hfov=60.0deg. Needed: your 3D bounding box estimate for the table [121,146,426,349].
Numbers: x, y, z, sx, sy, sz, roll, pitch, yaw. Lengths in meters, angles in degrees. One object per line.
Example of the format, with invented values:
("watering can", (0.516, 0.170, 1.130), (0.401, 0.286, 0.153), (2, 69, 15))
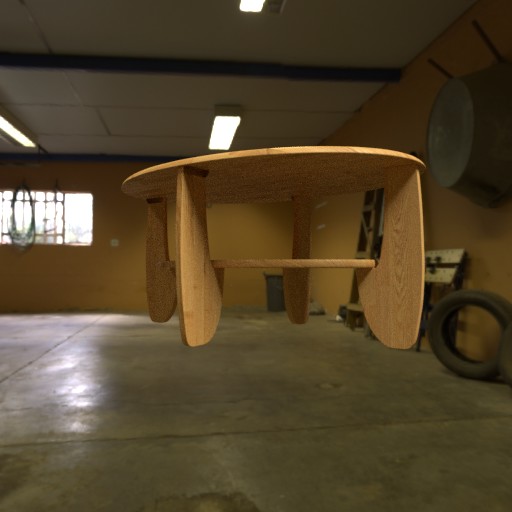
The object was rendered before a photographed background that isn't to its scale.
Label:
("table", (0.000, 0.000, 1.420), (1.040, 0.490, 0.690), (-1, -2, 36))
